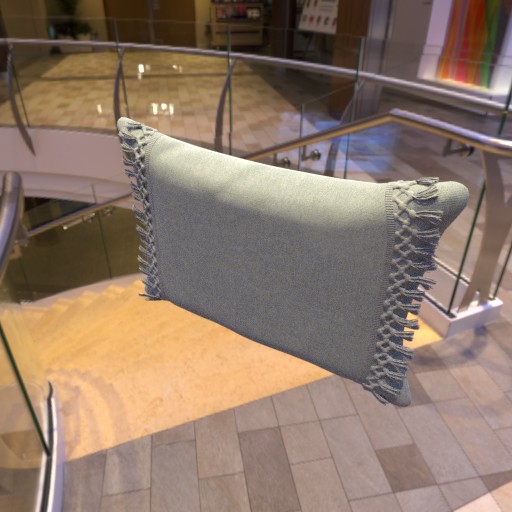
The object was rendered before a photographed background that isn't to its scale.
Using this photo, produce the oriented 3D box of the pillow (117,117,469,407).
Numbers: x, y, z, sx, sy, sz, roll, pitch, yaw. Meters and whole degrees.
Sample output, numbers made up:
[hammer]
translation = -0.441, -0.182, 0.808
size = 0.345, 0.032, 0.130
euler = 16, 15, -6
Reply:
[pillow]
translation = 0.000, 0.000, 0.587
size = 0.466, 0.305, 0.084
euler = 19, 36, 28
